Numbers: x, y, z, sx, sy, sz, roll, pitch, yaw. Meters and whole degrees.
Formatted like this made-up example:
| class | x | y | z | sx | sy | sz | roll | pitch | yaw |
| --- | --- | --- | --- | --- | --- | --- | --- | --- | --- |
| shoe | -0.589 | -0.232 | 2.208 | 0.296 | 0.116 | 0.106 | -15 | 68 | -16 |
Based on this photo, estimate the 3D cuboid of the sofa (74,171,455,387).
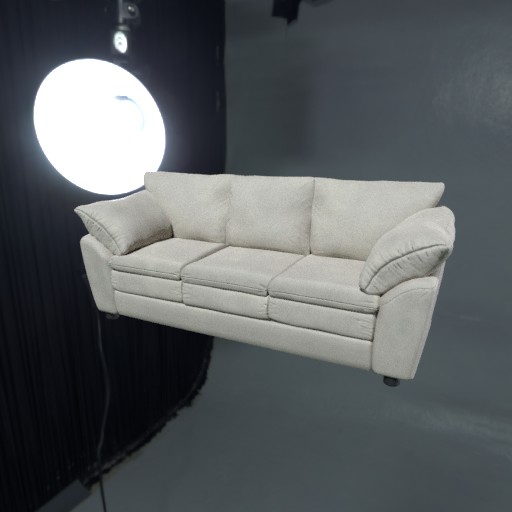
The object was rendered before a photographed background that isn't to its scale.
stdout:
| class | x | y | z | sx | sy | sz | roll | pitch | yaw |
| --- | --- | --- | --- | --- | --- | --- | --- | --- | --- |
| sofa | 0.000 | 0.000 | 2.869 | 2.334 | 0.996 | 0.878 | 7 | 16 | 26 |
